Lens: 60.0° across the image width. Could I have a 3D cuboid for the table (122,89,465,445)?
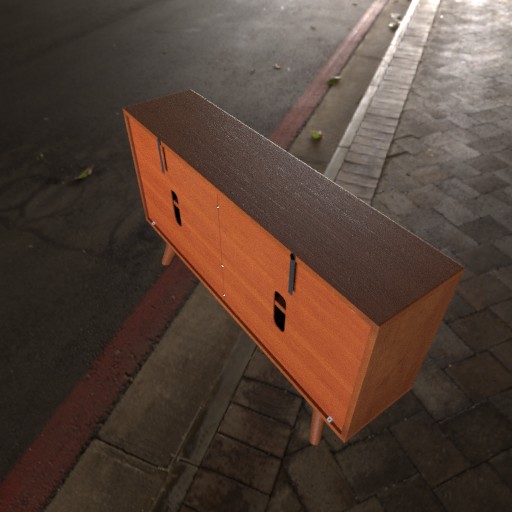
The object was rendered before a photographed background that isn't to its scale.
[{"bbox_3d":[0.000,0.000,1.527,0.308,0.698,1.220,-26,49,-26],"label":"table"}]
